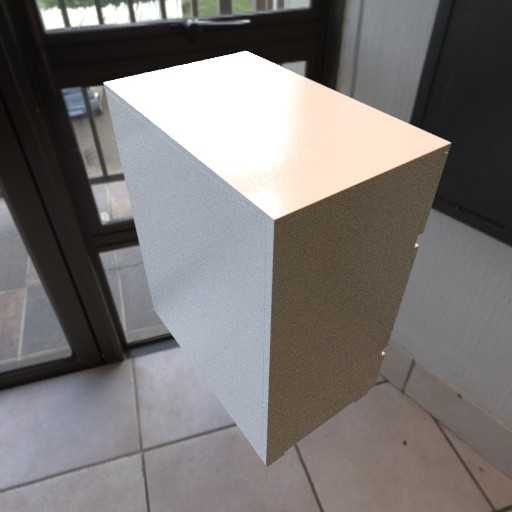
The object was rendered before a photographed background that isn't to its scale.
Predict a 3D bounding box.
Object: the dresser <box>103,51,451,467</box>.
[{"bbox_3d":[0.000,0.000,1.170,0.400,0.800,0.650,-25,47,-26],"label":"dresser"}]
